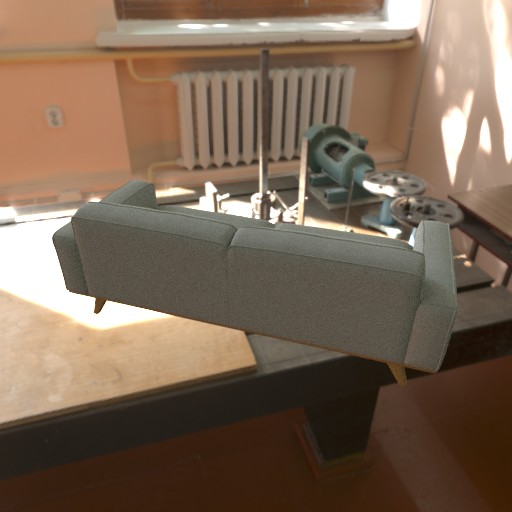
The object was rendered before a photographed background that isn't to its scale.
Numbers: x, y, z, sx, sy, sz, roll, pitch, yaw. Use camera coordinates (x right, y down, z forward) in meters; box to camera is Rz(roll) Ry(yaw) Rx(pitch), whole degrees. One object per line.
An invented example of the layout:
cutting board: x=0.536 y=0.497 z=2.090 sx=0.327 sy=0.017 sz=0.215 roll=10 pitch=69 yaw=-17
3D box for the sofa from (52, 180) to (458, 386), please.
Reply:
sofa: x=0.000 y=0.000 z=2.765 sx=2.270 sy=0.781 sz=0.956 roll=10 pitch=33 yaw=15
